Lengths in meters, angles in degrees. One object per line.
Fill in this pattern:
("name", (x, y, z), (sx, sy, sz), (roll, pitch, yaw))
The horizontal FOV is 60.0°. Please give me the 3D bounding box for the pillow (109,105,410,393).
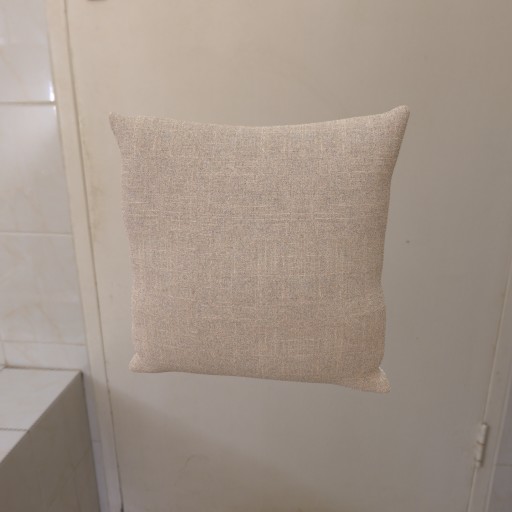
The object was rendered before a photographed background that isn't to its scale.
("pillow", (0.000, 0.000, 0.687), (0.439, 0.440, 0.182), (2, 17, 7))
